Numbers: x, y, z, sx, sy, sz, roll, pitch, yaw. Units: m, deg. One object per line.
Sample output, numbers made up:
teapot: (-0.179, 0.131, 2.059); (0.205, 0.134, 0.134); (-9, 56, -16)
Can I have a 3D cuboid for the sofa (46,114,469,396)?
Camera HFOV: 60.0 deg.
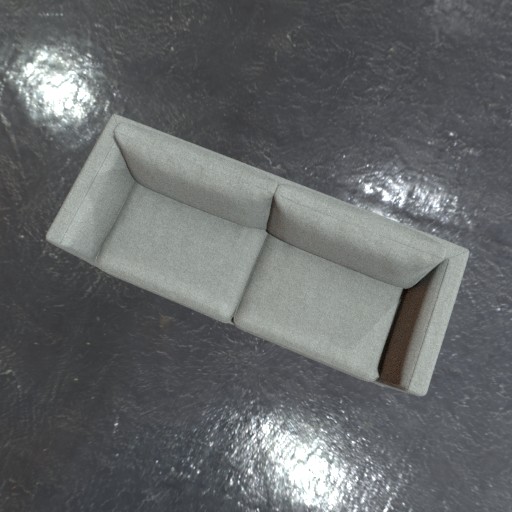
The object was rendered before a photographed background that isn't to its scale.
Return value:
sofa: (0.000, 0.000, 2.678); (2.212, 1.002, 0.869); (22, 77, 5)
